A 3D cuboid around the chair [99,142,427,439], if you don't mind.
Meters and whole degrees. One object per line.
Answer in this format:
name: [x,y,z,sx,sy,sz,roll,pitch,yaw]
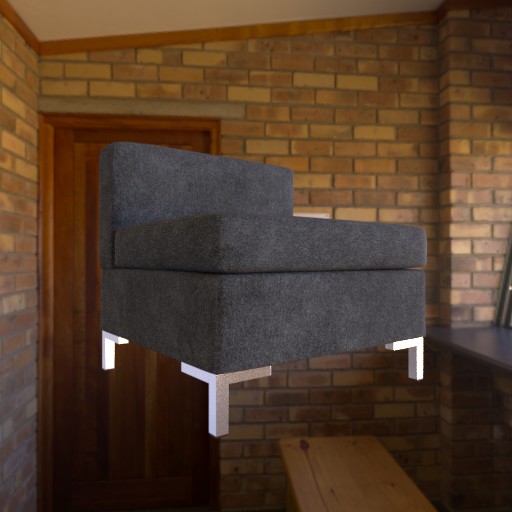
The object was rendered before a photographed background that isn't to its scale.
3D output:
chair: [0.000,0.000,1.230,0.680,0.660,0.680,0,0,-37]
